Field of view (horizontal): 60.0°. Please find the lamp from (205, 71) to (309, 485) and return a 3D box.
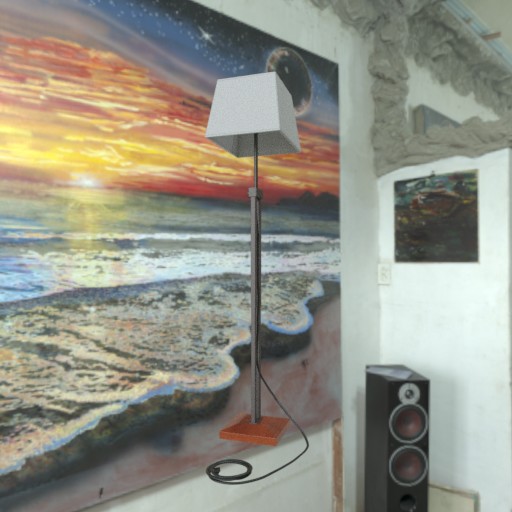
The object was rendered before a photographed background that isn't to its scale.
[{"bbox_3d":[0.000,0.000,2.007,0.472,1.712,0.745,0,-1,19],"label":"lamp"}]
